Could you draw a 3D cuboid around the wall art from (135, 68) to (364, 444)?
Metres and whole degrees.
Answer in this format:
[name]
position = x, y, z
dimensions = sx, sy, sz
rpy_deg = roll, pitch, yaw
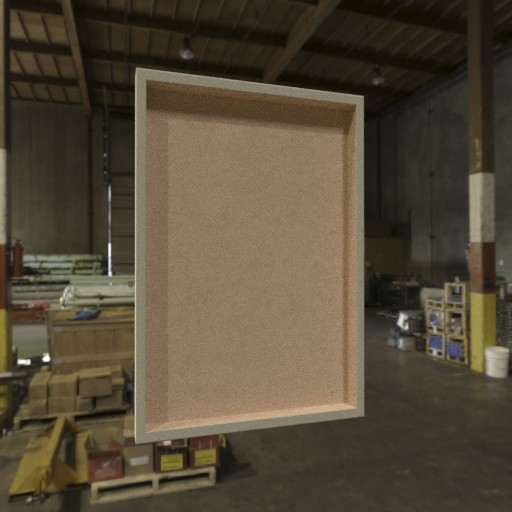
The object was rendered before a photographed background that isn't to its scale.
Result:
[wall art]
position = 0.000, 0.000, 0.796
dimensions = 0.418, 0.608, 0.038
rpy_deg = 0, 0, -17
